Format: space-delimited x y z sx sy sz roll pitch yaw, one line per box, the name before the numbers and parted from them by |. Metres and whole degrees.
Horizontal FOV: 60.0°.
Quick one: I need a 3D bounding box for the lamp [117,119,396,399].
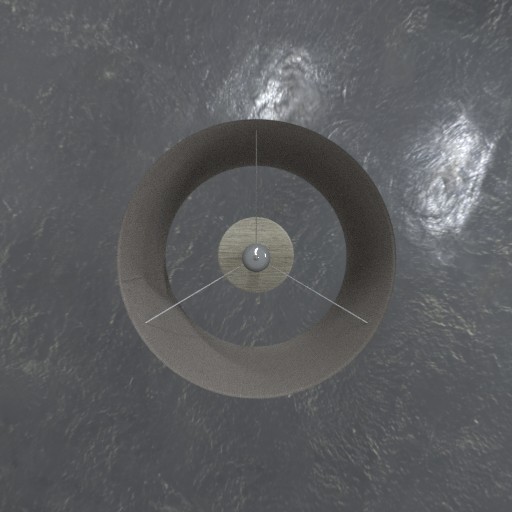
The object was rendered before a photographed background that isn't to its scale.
lamp | 0.000 0.000 0.593 0.229 0.470 0.229 0 91 0
